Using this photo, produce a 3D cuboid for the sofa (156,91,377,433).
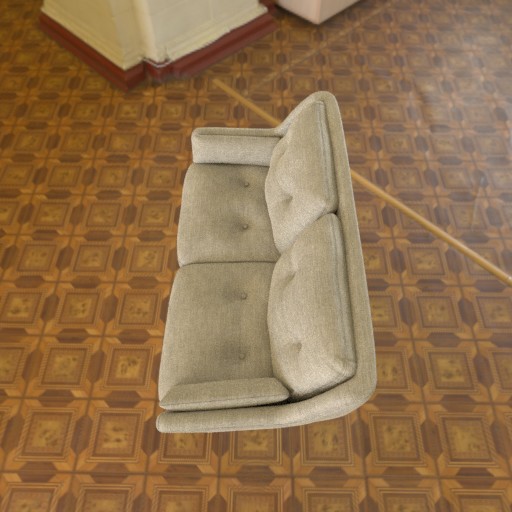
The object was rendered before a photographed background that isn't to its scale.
[{"bbox_3d":[0.000,0.000,2.507,0.976,0.897,1.930,0,57,0],"label":"sofa"}]
